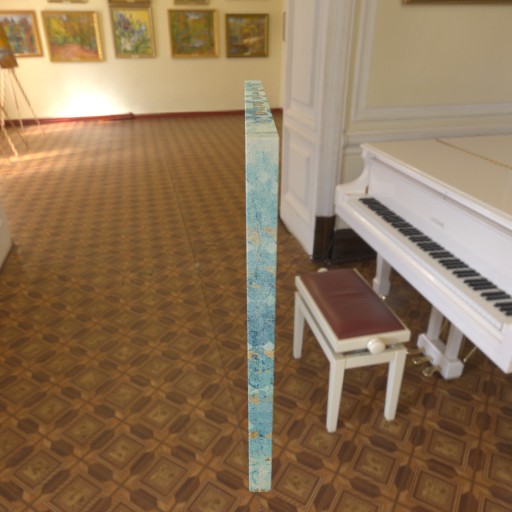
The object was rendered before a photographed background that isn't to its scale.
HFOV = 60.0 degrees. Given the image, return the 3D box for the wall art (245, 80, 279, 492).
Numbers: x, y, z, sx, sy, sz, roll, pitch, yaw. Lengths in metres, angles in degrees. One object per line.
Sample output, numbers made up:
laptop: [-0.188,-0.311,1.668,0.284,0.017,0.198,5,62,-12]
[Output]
wall art: [0.000,0.000,0.901,0.040,0.609,0.609,-1,27,-1]
